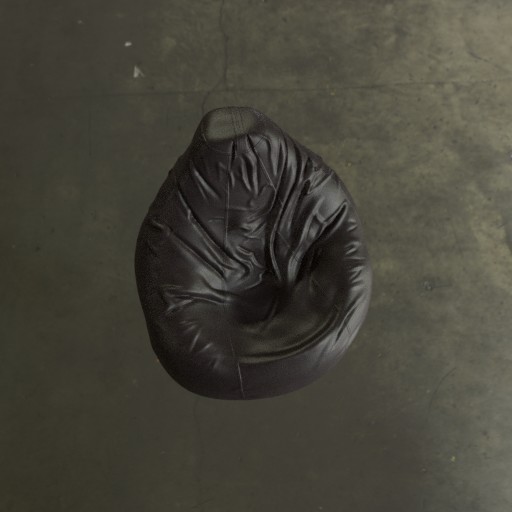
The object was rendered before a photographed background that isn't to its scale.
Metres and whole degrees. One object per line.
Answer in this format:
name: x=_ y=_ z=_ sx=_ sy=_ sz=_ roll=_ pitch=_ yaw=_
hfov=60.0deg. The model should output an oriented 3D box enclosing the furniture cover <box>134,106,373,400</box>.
furniture cover: x=0.000 y=0.000 z=1.916 sx=1.070 sy=0.990 sz=1.070 roll=-14 pitch=64 yaw=-7
